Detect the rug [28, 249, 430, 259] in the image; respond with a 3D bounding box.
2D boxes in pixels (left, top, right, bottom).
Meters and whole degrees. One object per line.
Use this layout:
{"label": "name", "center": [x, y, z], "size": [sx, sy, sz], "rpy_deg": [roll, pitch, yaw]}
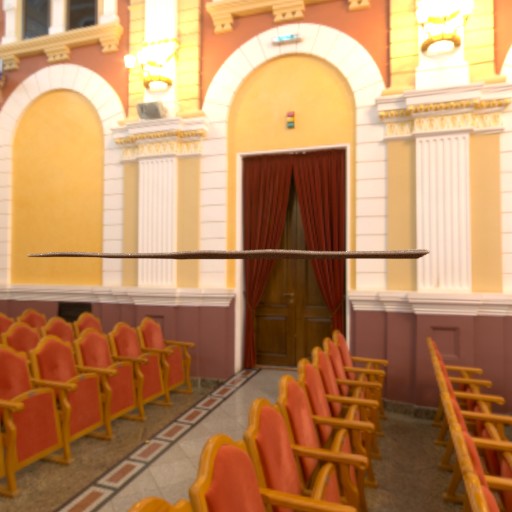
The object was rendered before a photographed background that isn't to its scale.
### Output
{"label": "rug", "center": [0.000, 0.000, 0.905], "size": [0.642, 0.008, 0.551], "rpy_deg": [0, -1, 19]}
